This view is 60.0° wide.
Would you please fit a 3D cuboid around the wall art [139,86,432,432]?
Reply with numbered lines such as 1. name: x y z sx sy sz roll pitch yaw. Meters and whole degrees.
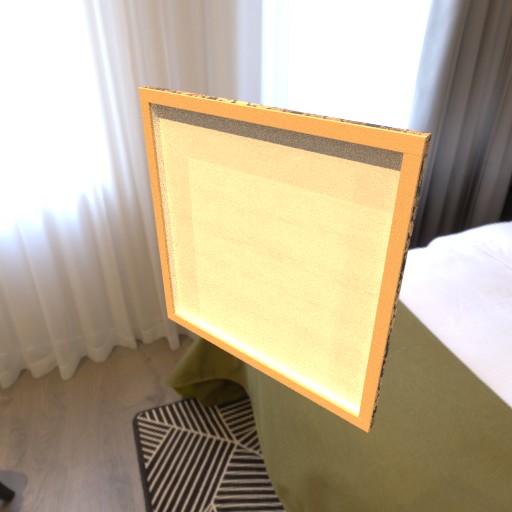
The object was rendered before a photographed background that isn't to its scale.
1. wall art: 0.000 0.000 1.391 0.914 0.914 0.038 22 37 32
